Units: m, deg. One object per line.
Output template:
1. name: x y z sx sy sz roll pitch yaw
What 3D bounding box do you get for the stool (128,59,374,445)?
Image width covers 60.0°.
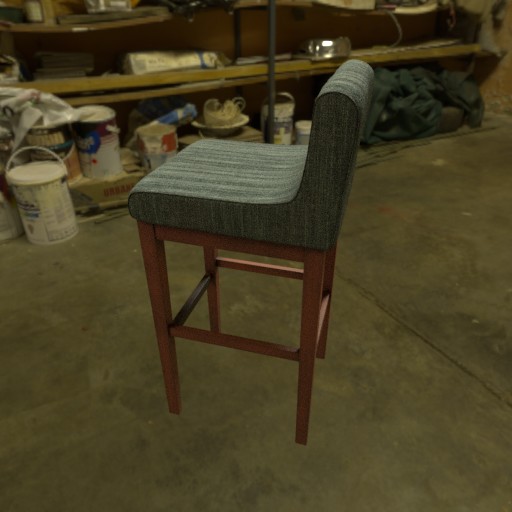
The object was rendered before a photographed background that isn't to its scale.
1. stool: 0.000 0.000 1.210 0.499 0.965 0.426 8 32 14
